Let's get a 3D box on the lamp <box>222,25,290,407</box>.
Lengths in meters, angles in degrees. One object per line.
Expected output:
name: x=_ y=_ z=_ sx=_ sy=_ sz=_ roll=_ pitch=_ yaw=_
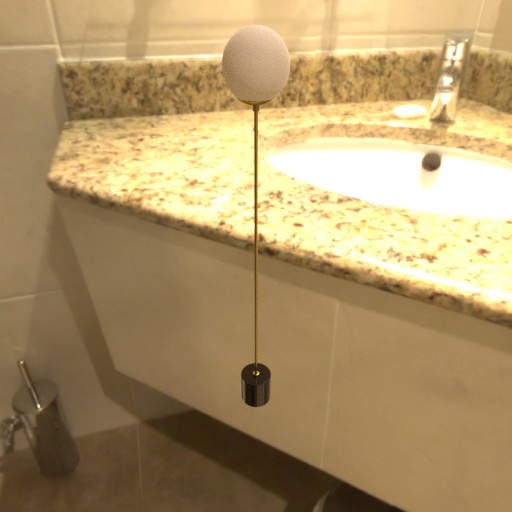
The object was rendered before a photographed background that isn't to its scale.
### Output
lamp: x=0.000 y=0.000 z=1.885 sx=0.229 sy=1.748 sz=0.229 roll=22 pitch=38 yaw=31
